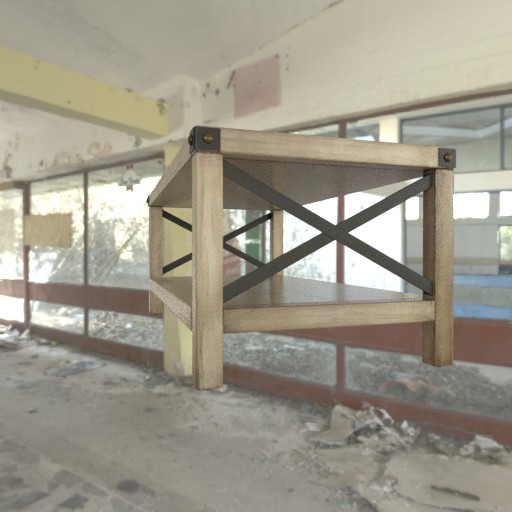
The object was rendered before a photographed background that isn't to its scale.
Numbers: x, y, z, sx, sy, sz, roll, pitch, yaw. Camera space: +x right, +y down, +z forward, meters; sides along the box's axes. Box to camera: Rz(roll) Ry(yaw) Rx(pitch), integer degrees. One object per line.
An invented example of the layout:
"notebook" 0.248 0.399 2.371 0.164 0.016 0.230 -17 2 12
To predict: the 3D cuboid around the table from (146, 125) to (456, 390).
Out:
"table" 0.000 0.000 1.308 0.559 0.456 1.016 0 1 -18
